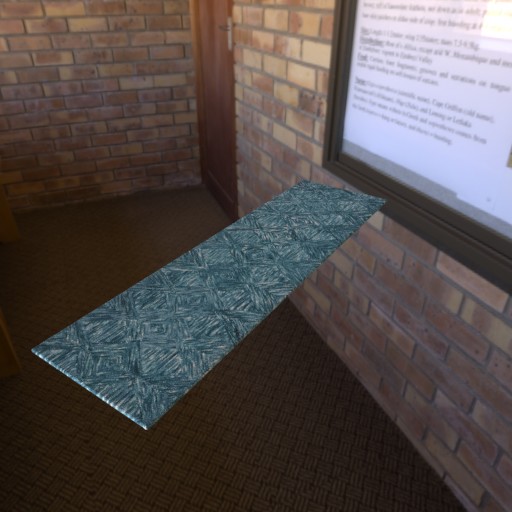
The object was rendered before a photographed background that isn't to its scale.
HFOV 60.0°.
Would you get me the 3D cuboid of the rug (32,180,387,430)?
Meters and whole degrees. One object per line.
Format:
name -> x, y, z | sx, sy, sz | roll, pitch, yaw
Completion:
rug -> 0.000, 0.000, 2.465 | 0.676, 0.016, 2.286 | 19, 36, 29
